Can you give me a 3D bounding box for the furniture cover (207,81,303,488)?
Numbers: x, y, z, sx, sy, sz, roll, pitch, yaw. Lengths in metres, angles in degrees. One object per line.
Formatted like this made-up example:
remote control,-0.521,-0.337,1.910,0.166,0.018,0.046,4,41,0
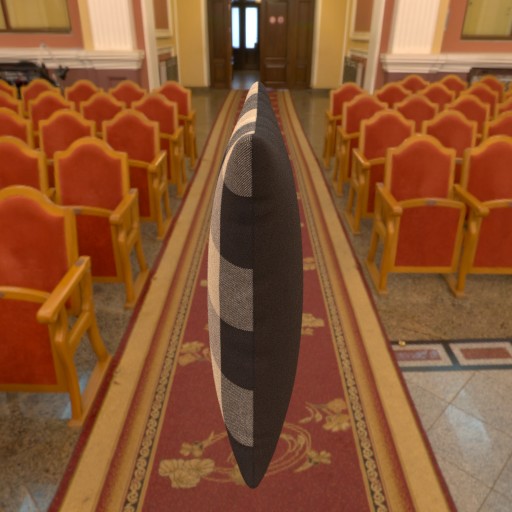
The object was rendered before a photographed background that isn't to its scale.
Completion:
furniture cover,0.000,0.000,0.756,0.161,0.509,0.511,0,27,1
